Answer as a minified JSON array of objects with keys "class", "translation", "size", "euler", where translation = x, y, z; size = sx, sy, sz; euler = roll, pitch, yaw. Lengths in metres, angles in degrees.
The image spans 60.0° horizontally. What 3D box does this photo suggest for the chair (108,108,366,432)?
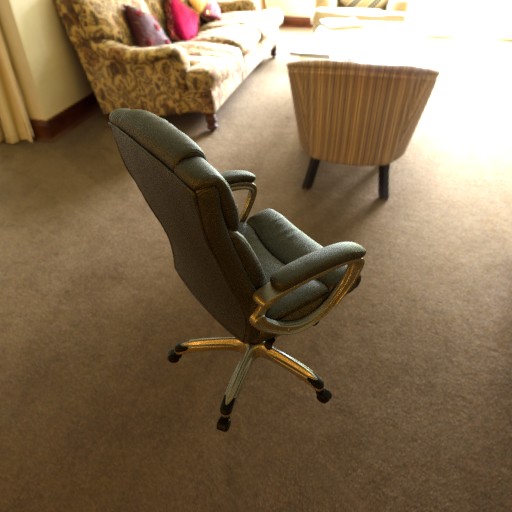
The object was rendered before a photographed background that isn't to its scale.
[{"class":"chair","translation":[0.000,0.000,1.590],"size":[0.719,1.130,0.721],"euler":[-24,45,-27]}]
